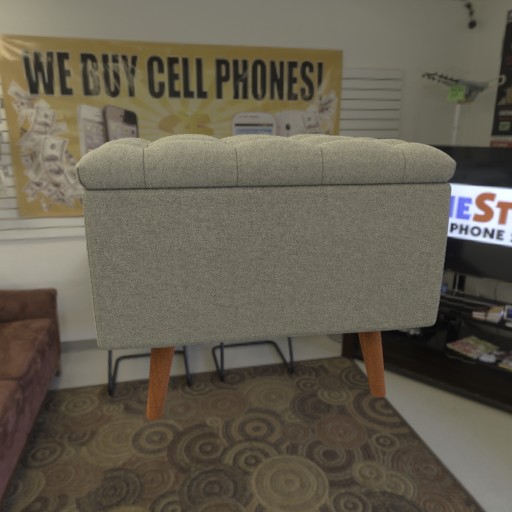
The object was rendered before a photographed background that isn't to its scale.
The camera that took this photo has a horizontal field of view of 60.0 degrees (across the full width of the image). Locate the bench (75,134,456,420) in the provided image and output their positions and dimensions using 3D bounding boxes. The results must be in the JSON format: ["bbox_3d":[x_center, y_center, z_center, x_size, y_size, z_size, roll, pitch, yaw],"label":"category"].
[{"bbox_3d":[0.000,0.000,0.886,0.572,0.469,0.417,-3,16,-9],"label":"bench"}]
